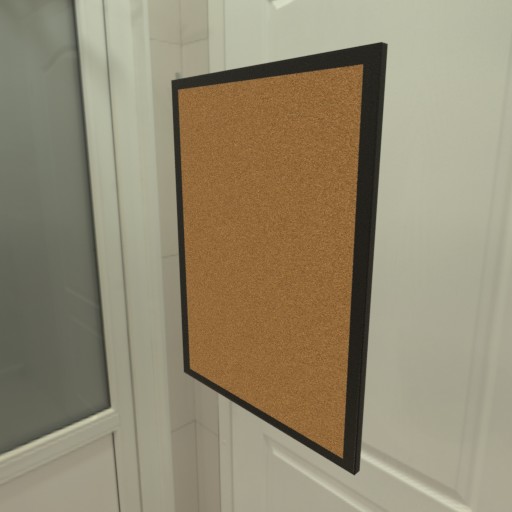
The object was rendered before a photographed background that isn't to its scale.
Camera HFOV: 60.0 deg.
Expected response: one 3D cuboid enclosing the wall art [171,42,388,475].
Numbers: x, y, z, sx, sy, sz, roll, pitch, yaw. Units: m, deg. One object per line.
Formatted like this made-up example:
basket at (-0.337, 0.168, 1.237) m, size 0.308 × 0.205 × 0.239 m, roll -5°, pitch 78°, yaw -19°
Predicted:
wall art at (0.000, 0.000, 0.823) m, size 0.016 × 0.657 × 0.480 m, roll -13°, pitch 19°, yaw -43°
